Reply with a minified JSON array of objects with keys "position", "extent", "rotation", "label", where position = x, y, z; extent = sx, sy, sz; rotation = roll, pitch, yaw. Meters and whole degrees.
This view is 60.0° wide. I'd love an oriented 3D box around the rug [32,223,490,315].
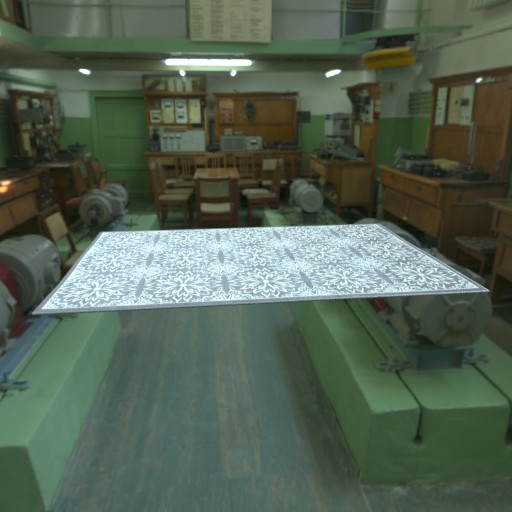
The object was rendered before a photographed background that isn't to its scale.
[{"position":[0.000,0.000,3.486],"extent":[2.746,0.018,1.819],"rotation":[-2,18,-7],"label":"rug"}]
